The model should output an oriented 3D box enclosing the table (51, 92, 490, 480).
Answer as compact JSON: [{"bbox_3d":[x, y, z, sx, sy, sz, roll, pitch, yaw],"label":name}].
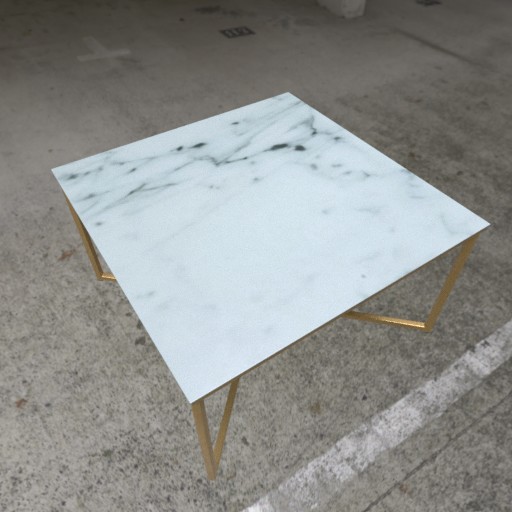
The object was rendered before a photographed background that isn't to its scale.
[{"bbox_3d":[0.000,0.000,1.286,0.800,0.450,0.800,-26,52,-23],"label":"table"}]
